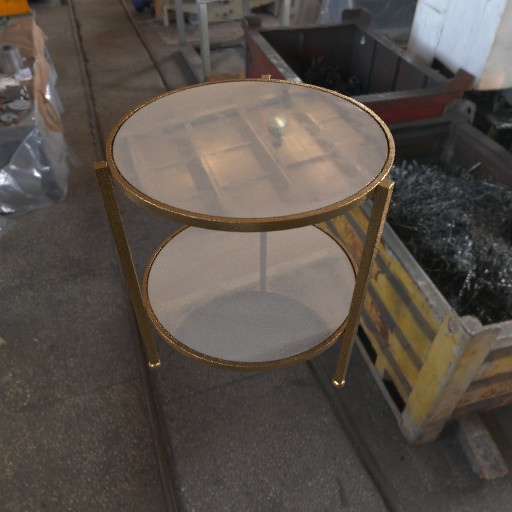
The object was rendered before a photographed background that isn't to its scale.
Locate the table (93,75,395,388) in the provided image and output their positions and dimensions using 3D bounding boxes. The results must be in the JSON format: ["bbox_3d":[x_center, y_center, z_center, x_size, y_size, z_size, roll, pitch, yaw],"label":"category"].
[{"bbox_3d":[0.000,0.000,0.454,0.243,0.269,0.231,27,50,26],"label":"table"}]
